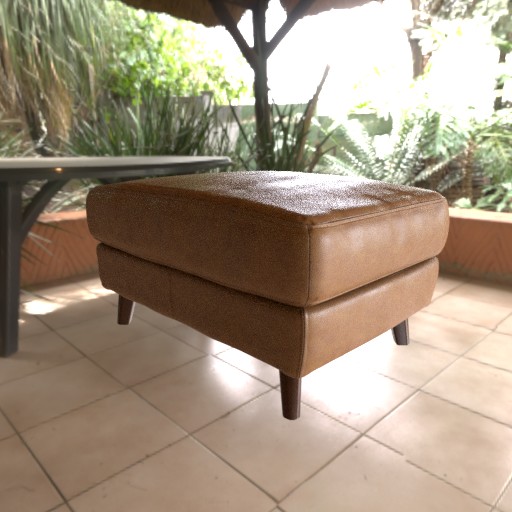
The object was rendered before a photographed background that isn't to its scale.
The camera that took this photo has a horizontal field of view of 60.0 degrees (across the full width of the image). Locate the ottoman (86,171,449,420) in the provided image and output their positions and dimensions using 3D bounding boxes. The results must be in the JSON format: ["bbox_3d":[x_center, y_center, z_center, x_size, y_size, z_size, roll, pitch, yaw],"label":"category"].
[{"bbox_3d":[0.000,0.000,1.253,0.869,0.461,0.630,14,20,43],"label":"ottoman"}]
